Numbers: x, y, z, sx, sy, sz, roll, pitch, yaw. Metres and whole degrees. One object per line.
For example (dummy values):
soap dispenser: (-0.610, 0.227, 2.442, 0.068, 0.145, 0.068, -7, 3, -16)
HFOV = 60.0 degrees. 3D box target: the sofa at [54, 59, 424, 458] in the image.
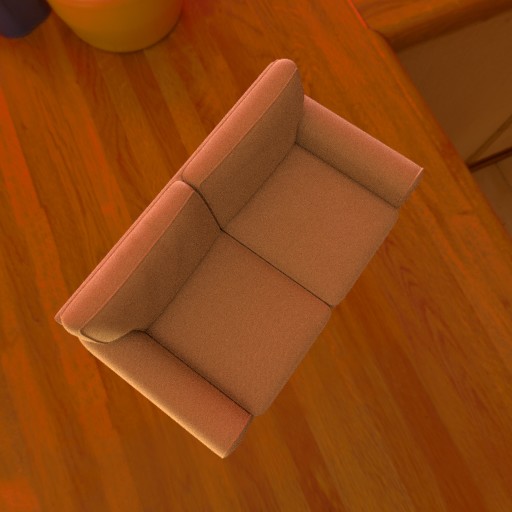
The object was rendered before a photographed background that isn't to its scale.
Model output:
sofa: (0.000, 0.000, 2.327, 0.991, 0.940, 1.727, 35, 77, 9)
